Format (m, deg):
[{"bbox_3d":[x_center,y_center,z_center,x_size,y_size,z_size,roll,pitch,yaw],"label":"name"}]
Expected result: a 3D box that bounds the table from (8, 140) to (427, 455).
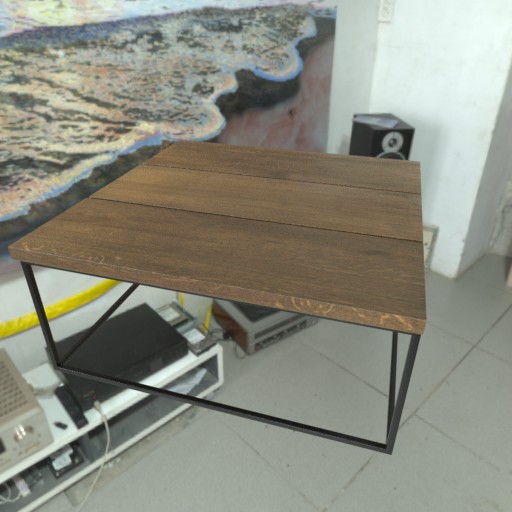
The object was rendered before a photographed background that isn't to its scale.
[{"bbox_3d":[0.000,0.000,1.361,0.900,0.400,0.900,9,32,15],"label":"table"}]
